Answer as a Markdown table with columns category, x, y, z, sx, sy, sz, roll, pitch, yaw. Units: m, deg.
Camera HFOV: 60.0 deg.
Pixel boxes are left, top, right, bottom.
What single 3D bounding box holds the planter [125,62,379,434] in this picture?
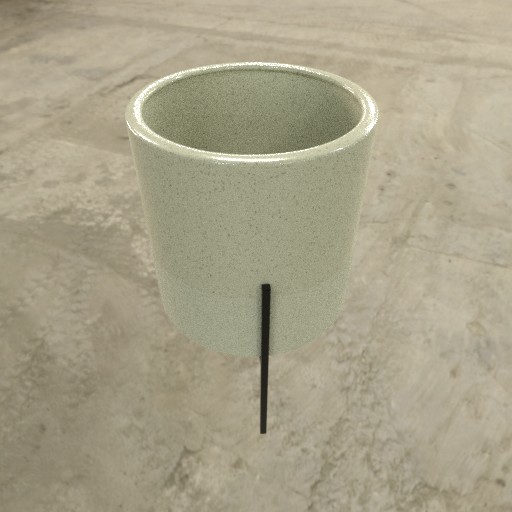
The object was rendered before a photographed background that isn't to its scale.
| category | x | y | z | sx | sy | sz | roll | pitch | yaw |
| --- | --- | --- | --- | --- | --- | --- | --- | --- | --- |
| planter | 0.000 | 0.000 | 0.545 | 0.243 | 0.390 | 0.234 | -26 | 47 | -27 |
